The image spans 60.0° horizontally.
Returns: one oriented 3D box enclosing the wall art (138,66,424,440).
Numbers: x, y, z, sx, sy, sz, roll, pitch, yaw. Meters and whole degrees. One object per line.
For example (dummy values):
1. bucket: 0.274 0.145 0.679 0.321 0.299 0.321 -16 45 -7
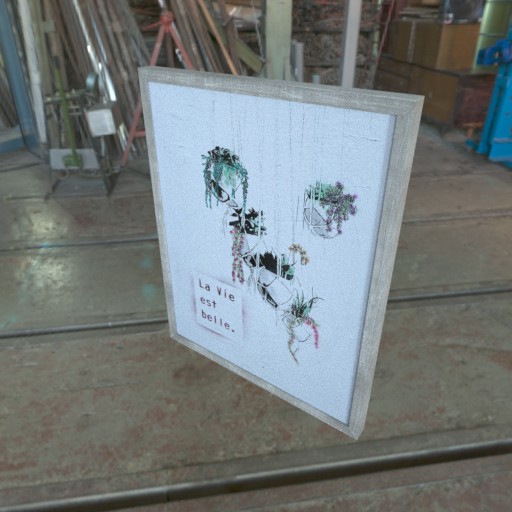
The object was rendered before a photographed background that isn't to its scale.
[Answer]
1. wall art: 0.000 0.000 0.697 0.421 0.521 0.032 20 35 31
